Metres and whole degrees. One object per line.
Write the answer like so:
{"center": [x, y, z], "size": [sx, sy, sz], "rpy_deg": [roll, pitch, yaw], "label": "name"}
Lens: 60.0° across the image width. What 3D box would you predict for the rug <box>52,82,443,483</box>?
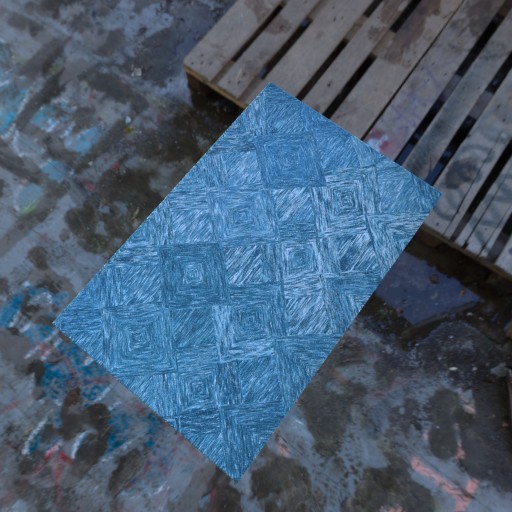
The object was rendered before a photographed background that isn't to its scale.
{"center": [0.000, 0.000, 2.921], "size": [1.490, 0.015, 2.277], "rpy_deg": [37, 77, 10], "label": "rug"}
